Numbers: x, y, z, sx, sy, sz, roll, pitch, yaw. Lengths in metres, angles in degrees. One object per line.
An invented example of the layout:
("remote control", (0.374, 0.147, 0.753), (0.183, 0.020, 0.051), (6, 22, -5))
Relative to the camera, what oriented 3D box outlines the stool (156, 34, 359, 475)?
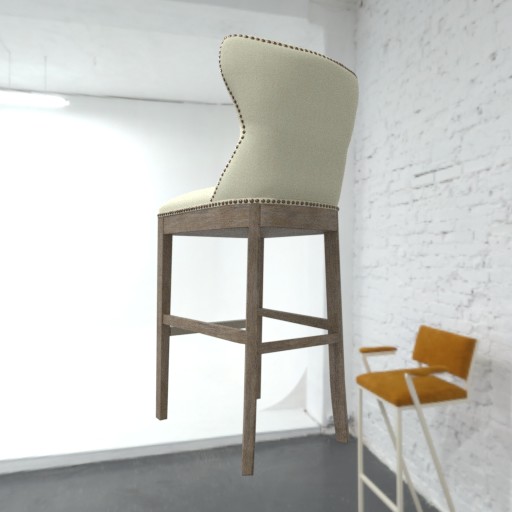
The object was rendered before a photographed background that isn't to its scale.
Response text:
("stool", (0.000, 0.000, 1.419), (0.494, 1.123, 0.606), (1, -1, -35))
